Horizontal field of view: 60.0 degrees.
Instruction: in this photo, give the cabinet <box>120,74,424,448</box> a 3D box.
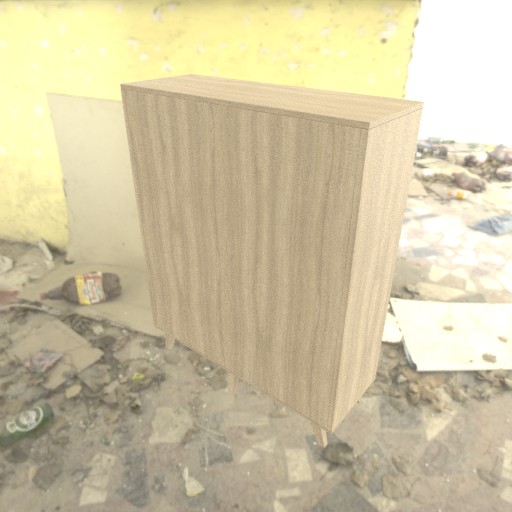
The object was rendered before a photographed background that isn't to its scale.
[{"bbox_3d":[0.000,0.000,1.973,1.111,1.388,0.398,22,36,33],"label":"cabinet"}]
